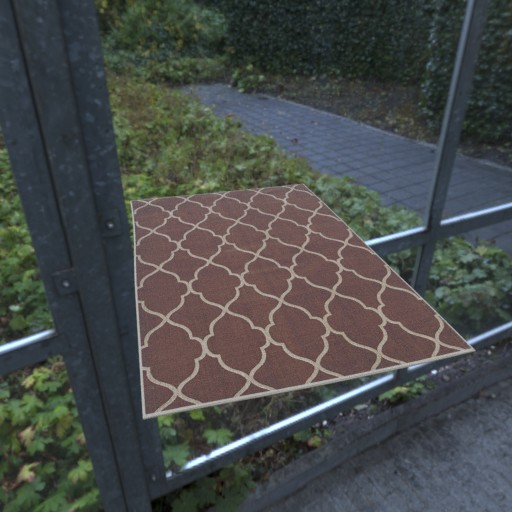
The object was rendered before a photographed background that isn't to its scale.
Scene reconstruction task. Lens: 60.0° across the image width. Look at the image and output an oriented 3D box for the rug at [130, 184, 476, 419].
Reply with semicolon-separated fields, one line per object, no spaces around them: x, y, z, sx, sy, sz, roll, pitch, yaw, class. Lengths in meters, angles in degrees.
0.000;0.000;2.854;1.528;0.014;2.294;-8;31;-13;rug
